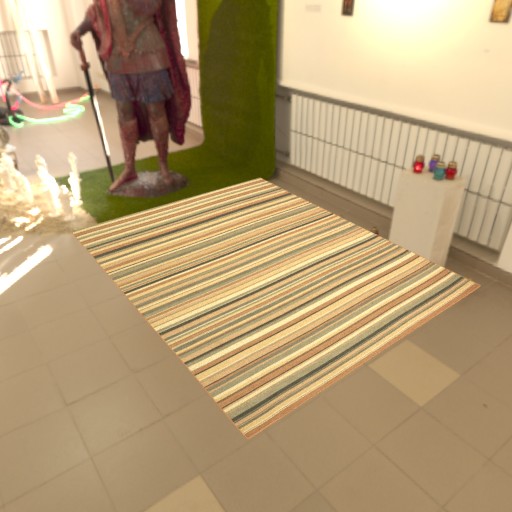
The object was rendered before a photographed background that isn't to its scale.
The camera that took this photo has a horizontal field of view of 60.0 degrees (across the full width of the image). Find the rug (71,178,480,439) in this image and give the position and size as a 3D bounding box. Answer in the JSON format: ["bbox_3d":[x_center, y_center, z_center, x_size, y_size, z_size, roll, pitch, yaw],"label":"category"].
[{"bbox_3d":[0.000,0.000,4.119,2.436,0.011,3.045,-22,38,-31],"label":"rug"}]
